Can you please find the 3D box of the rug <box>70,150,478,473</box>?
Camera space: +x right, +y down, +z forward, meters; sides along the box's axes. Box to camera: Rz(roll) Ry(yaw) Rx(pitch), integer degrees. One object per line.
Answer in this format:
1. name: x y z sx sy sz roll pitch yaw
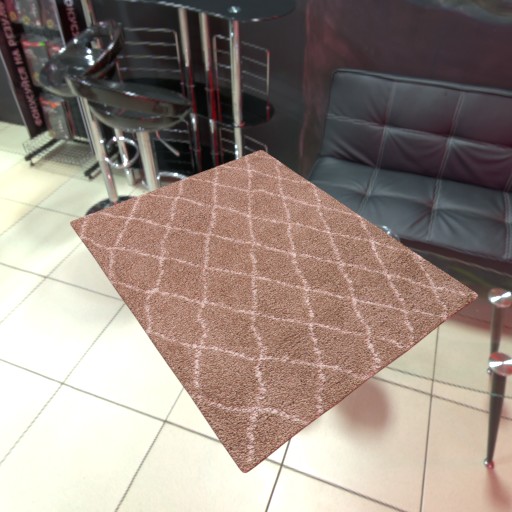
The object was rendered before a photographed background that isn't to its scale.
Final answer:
1. rug: 0.000 0.000 4.105 2.438 0.029 3.047 -27 49 -26
